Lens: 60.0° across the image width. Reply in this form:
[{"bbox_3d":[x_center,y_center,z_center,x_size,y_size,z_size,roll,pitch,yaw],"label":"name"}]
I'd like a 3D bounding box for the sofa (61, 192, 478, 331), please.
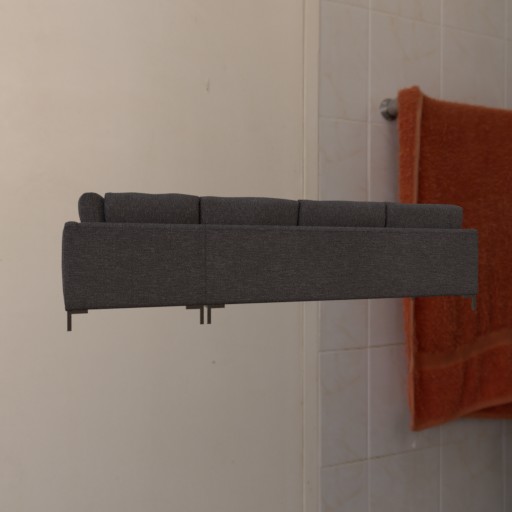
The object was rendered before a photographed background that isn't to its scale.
[{"bbox_3d":[0.000,0.000,3.850,2.949,0.815,2.007,0,1,-18],"label":"sofa"}]
